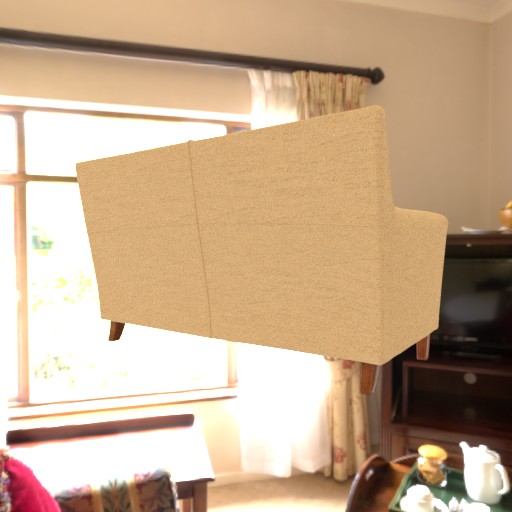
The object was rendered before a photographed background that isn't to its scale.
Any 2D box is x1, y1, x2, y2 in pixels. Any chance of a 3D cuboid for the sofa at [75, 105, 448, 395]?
[{"bbox_3d":[0.000,0.000,2.020,1.482,0.892,0.891,1,2,36],"label":"sofa"}]
